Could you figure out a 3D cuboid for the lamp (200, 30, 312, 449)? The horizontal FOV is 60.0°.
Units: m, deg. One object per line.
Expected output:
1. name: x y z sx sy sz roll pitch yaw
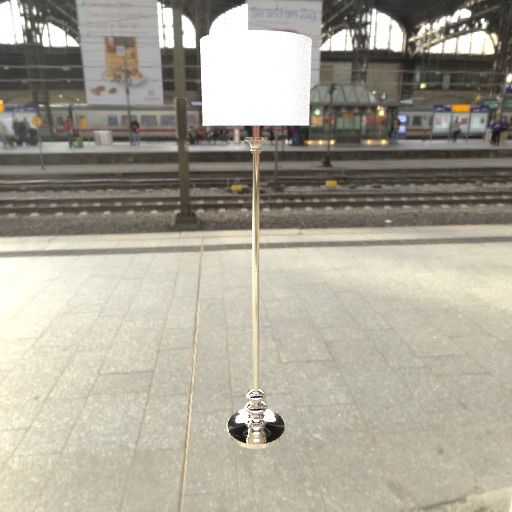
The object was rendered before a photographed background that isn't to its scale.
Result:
1. lamp: 0.000 0.000 1.625 0.356 1.487 0.356 -2 16 -8
